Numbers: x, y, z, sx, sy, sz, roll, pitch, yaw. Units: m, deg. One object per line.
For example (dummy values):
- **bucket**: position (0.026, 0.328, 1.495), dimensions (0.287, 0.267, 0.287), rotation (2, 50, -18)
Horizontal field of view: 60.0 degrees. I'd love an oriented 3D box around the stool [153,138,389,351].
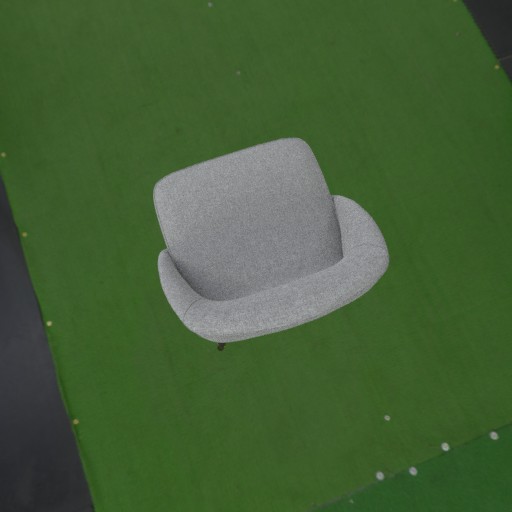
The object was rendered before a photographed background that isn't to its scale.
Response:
- **stool**: position (0.000, 0.000, 1.313), dimensions (0.494, 1.037, 0.509), rotation (-18, 77, -4)
